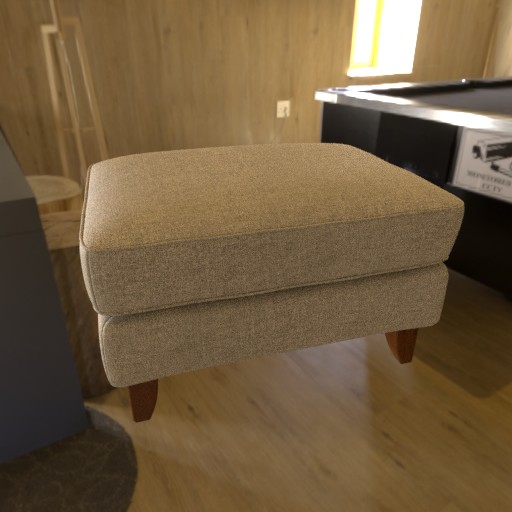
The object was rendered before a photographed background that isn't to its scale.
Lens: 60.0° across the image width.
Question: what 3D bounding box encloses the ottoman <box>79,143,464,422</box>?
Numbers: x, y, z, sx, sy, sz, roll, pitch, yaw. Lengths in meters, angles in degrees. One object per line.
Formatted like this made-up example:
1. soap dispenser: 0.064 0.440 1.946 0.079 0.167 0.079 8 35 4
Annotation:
1. ottoman: 0.000 0.000 1.290 0.889 0.561 0.661 -8 28 -15
